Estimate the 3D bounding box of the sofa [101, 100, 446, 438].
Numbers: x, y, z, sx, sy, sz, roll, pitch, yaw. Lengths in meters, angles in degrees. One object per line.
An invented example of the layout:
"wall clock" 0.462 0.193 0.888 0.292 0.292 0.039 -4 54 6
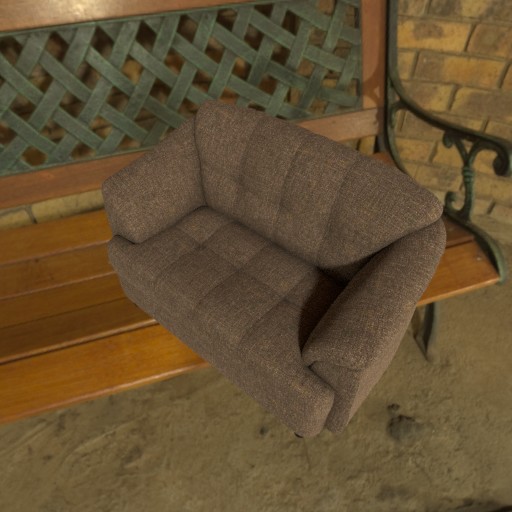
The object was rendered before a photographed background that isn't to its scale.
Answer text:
"sofa" 0.000 0.000 1.965 1.404 0.895 0.799 31 53 27
